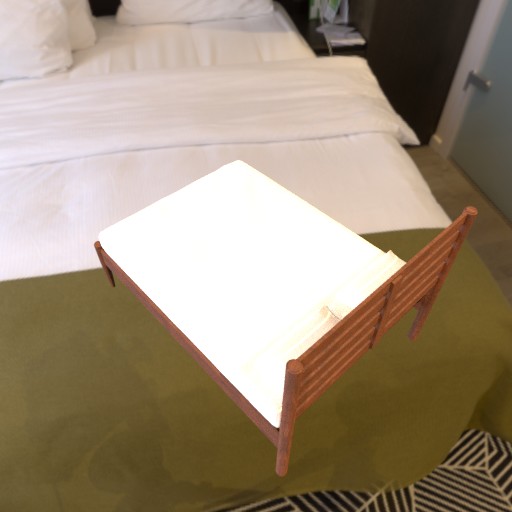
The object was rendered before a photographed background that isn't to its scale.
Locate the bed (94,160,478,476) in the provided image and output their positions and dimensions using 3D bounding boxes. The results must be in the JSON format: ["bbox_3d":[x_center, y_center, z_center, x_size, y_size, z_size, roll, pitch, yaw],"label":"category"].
[{"bbox_3d":[0.000,0.000,3.145,1.509,1.304,2.093,-34,55,-28],"label":"bed"}]
